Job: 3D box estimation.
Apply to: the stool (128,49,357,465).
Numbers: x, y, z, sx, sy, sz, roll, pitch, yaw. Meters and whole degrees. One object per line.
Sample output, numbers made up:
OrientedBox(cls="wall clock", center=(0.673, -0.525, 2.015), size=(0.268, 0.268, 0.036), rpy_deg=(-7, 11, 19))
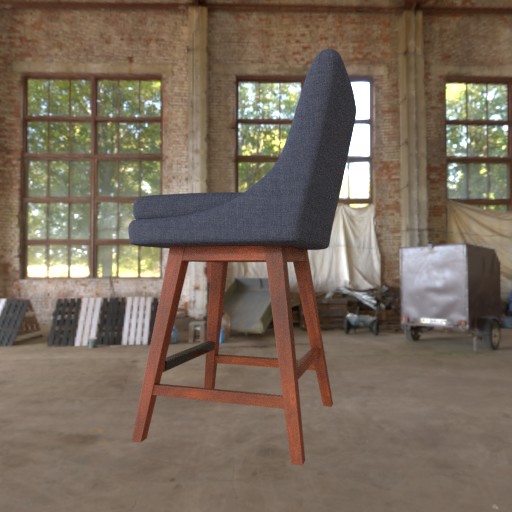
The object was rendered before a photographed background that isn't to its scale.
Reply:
OrientedBox(cls="stool", center=(0.000, 0.000, 1.209), size=(0.524, 0.895, 0.467), rpy_deg=(0, -1, 18))
